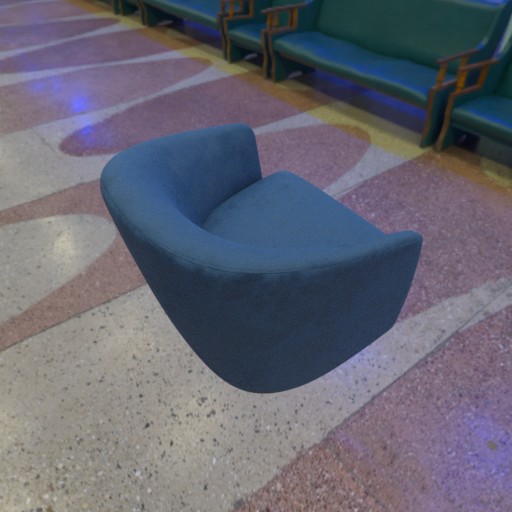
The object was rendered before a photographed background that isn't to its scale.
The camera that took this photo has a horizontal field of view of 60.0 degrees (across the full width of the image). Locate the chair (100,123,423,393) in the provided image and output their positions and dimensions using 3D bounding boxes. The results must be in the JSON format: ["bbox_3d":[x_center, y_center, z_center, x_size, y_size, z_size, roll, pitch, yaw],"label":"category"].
[{"bbox_3d":[0.000,0.000,1.371,0.767,0.698,0.773,-26,48,-26],"label":"chair"}]
